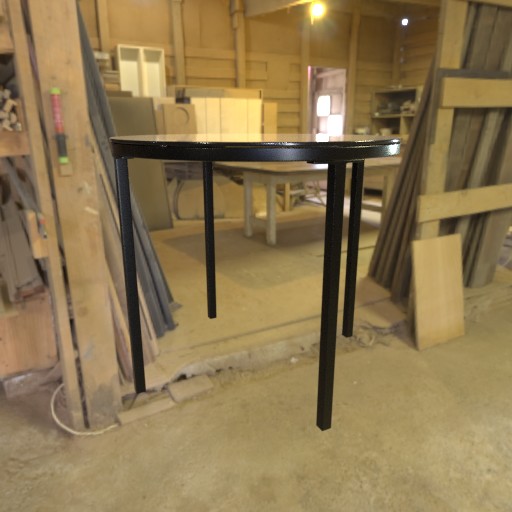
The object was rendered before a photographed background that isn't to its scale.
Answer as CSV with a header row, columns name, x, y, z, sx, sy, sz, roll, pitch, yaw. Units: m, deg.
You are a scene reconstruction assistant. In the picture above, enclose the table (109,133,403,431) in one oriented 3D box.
name,x,y,z,sx,sy,sz,roll,pitch,yaw
table,0.000,0.000,0.852,0.499,0.443,0.499,0,17,0
